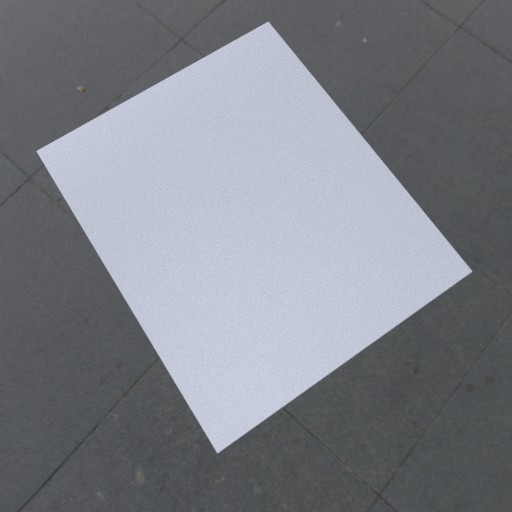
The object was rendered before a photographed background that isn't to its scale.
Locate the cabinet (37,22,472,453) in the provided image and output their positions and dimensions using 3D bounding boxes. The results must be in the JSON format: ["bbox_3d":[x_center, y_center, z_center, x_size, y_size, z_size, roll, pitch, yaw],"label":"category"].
[{"bbox_3d":[0.000,0.000,0.736,0.360,0.470,0.400,-33,77,-8],"label":"cabinet"}]
